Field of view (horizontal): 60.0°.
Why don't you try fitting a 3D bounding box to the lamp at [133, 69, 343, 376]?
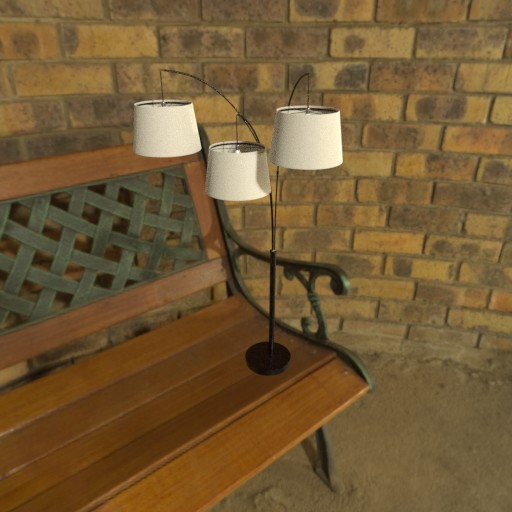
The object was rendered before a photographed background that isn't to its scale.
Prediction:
[{"bbox_3d":[0.000,0.000,2.482,0.951,1.950,0.924,9,27,17],"label":"lamp"}]
